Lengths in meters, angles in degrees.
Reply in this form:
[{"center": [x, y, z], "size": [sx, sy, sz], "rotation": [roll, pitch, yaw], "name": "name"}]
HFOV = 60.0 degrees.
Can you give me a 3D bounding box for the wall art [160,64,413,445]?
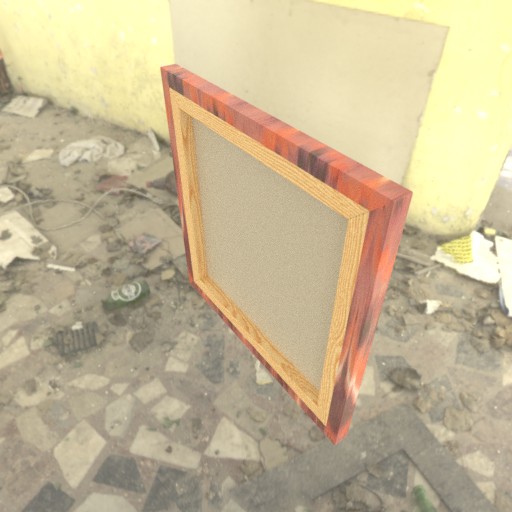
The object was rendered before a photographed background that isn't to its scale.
[{"center": [0.000, 0.000, 0.918], "size": [0.037, 0.609, 0.603], "rotation": [-26, 47, -27], "name": "wall art"}]
